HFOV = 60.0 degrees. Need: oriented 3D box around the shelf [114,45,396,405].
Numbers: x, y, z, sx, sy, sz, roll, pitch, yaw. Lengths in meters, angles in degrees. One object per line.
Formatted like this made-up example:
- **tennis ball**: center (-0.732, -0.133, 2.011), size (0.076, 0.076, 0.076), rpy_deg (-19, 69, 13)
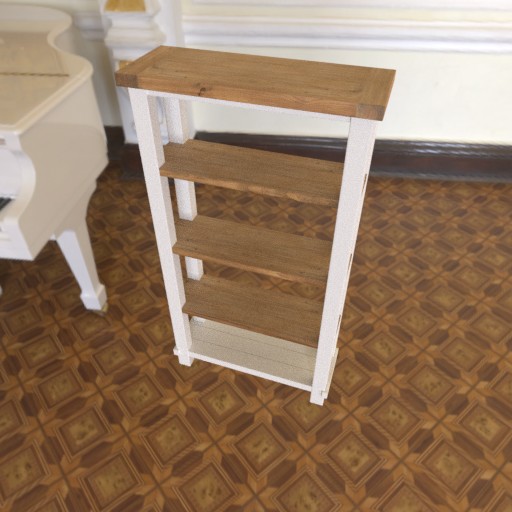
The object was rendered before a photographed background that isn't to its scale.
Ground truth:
- **shelf**: center (0.000, 0.000, 2.318), size (1.022, 1.878, 0.381), rpy_deg (12, 42, 14)
